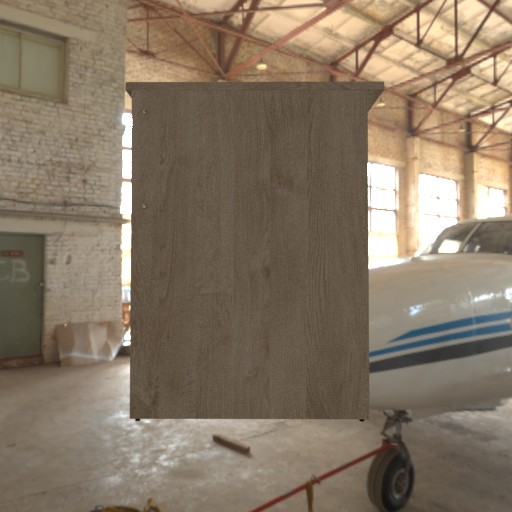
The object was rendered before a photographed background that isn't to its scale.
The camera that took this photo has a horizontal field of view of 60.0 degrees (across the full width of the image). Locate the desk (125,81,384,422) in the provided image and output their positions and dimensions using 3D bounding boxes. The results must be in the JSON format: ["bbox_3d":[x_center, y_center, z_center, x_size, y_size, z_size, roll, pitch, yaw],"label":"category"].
[{"bbox_3d":[0.000,0.000,1.497,0.560,0.730,1.096,0,-1,0],"label":"desk"}]
